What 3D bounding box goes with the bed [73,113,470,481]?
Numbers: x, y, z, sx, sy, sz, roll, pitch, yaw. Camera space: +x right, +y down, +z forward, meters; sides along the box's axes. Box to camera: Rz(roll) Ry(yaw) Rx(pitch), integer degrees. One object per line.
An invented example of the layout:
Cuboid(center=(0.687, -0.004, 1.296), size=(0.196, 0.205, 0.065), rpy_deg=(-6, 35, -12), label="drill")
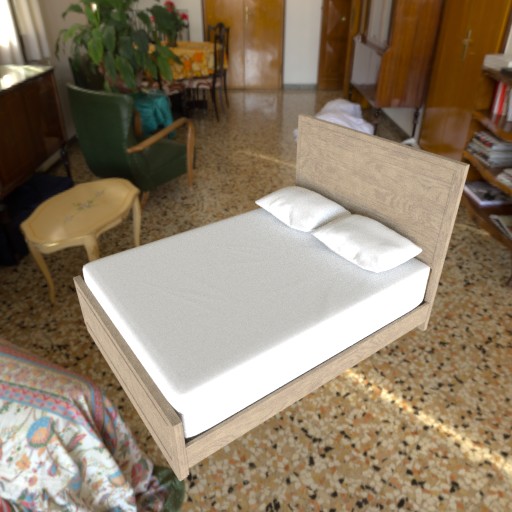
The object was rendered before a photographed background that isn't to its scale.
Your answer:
Cuboid(center=(0.000, 0.000, 3.178), size=(2.189, 1.369, 1.606), rpy_deg=(-21, 37, -30), label="bed")
